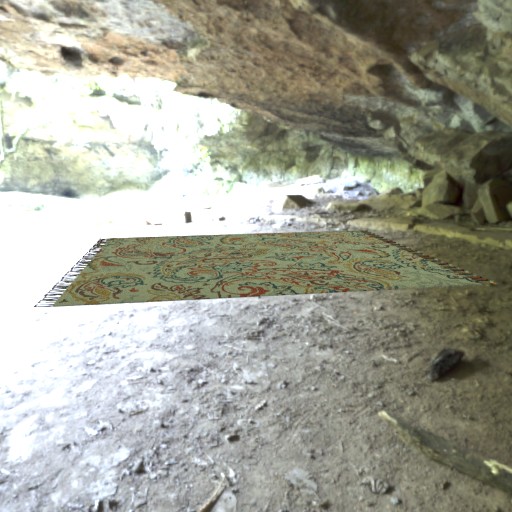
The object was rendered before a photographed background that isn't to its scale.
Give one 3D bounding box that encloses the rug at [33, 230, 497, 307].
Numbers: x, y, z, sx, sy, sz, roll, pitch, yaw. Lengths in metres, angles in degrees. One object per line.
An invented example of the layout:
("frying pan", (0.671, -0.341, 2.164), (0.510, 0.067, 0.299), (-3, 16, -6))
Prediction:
("rug", (0.000, 0.000, 4.246), (3.274, 0.015, 2.439), (-2, 13, -9))
